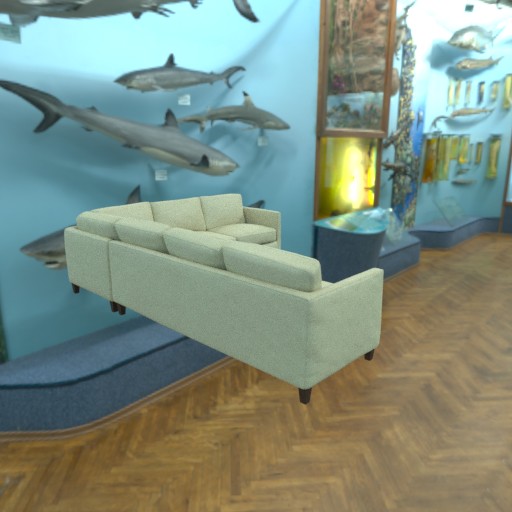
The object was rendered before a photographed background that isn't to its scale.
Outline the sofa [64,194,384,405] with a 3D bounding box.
[{"bbox_3d":[0.000,0.000,4.607,3.302,0.947,2.593,13,19,42],"label":"sofa"}]
